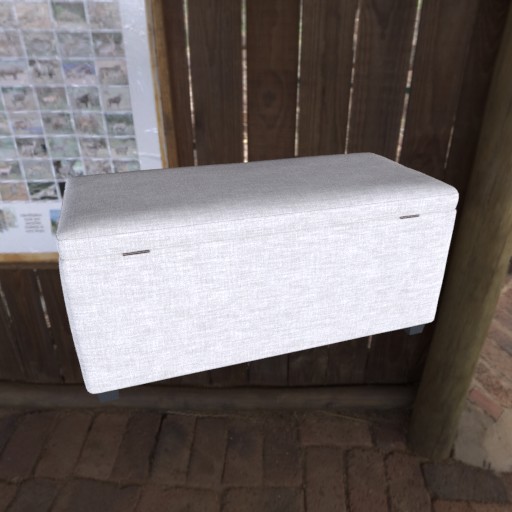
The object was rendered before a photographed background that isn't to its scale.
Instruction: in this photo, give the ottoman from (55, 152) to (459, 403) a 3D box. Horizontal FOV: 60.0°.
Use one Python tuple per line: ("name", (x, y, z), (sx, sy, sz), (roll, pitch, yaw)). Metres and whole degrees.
("ottoman", (0.000, 0.000, 1.155), (0.902, 0.432, 0.419), (-8, 27, -16))
